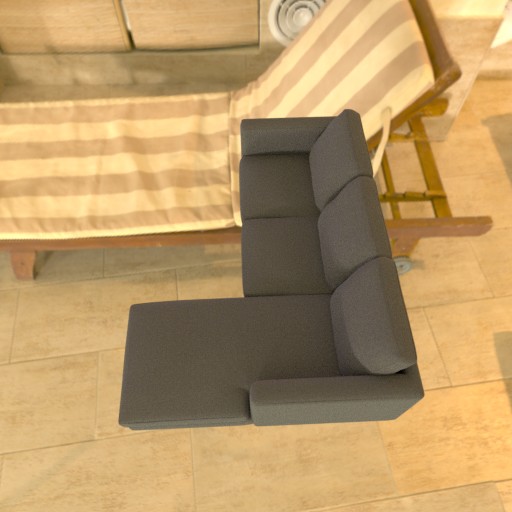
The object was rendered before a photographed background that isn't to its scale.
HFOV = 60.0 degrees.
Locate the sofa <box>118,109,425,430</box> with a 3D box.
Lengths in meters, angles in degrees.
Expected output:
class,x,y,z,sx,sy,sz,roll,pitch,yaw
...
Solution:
class,x,y,z,sx,sy,sz,roll,pitch,yaw
sofa,0.000,0.000,2.901,1.591,0.897,2.031,-2,59,-1
